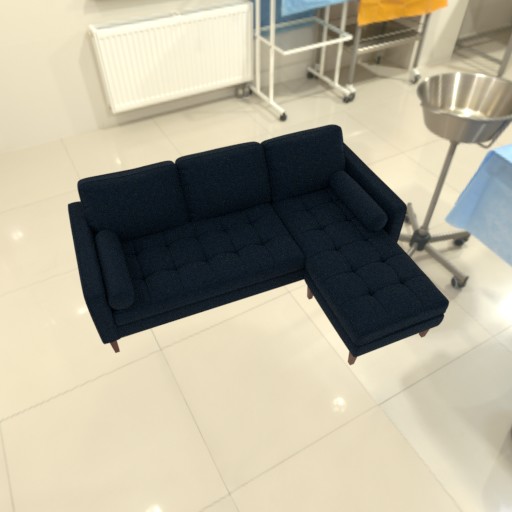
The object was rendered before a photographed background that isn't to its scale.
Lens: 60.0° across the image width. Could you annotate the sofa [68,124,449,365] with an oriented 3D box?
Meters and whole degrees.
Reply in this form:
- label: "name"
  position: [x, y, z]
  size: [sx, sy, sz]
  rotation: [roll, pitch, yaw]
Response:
- label: "sofa"
  position: [0.000, 0.000, 2.939]
  size: [2.185, 0.841, 1.613]
  rotation: [-16, 48, -15]
